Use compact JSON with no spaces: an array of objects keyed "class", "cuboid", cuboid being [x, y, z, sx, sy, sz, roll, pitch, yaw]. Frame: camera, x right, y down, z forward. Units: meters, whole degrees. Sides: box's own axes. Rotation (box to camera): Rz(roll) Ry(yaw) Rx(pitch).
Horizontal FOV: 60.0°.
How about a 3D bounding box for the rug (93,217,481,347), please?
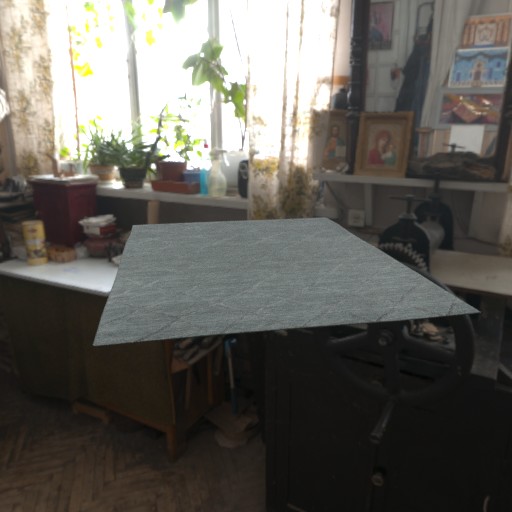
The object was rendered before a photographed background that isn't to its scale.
[{"class":"rug","cuboid":[0.000,0.000,4.089,2.438,0.013,3.048,-3,17,-10]}]
